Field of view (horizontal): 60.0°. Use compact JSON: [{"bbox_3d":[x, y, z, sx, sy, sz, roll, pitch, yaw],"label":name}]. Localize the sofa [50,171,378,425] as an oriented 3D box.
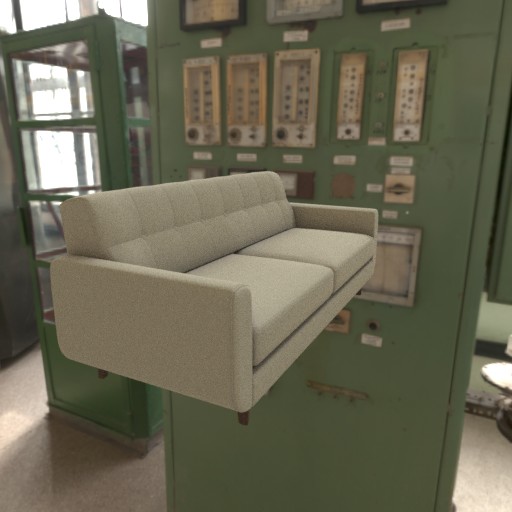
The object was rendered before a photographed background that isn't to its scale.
[{"bbox_3d":[0.000,0.000,2.631,0.980,0.892,2.137,7,16,27],"label":"sofa"}]
